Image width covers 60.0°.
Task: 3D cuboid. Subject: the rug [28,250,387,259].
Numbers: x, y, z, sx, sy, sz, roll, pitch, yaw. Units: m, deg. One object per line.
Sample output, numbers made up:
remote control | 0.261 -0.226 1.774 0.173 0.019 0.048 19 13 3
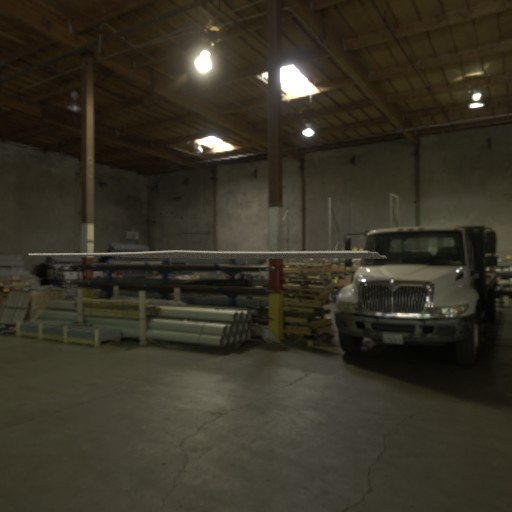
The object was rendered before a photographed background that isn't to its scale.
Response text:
rug | 0.000 0.000 4.455 2.428 0.027 3.333 0 -1 18
